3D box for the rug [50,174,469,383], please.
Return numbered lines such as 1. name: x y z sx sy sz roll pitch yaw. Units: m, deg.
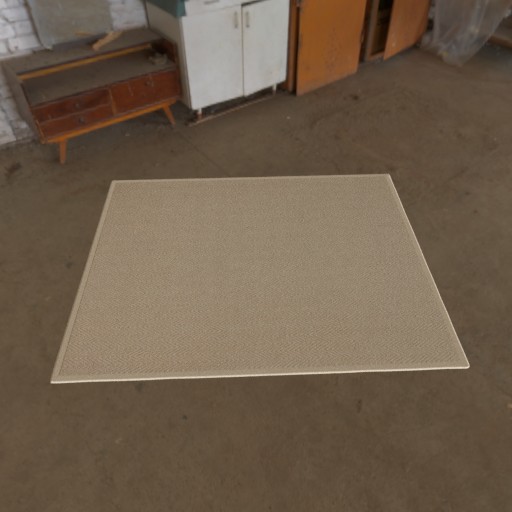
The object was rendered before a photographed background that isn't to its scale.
1. rug: 0.000 0.000 4.038 3.051 0.020 2.407 -2 46 -2
